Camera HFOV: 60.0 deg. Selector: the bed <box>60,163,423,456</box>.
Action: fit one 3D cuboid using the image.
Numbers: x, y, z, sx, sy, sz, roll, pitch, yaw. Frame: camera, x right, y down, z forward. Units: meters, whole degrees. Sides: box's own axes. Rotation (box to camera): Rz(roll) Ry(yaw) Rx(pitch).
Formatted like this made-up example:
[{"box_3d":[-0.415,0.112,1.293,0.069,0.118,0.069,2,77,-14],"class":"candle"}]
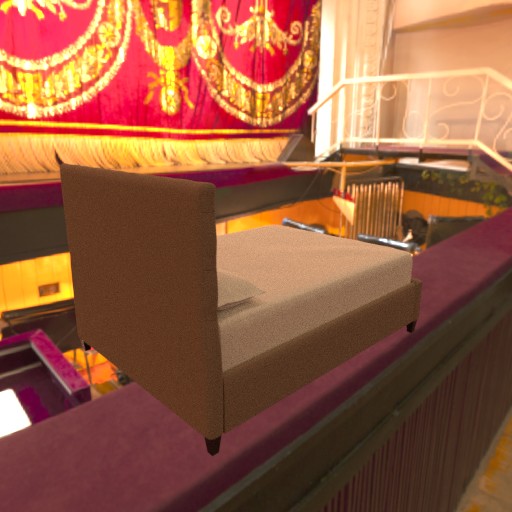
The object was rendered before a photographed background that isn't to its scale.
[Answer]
[{"box_3d":[0.000,0.000,3.423,2.233,1.426,1.696,-15,21,-42],"class":"bed"}]
